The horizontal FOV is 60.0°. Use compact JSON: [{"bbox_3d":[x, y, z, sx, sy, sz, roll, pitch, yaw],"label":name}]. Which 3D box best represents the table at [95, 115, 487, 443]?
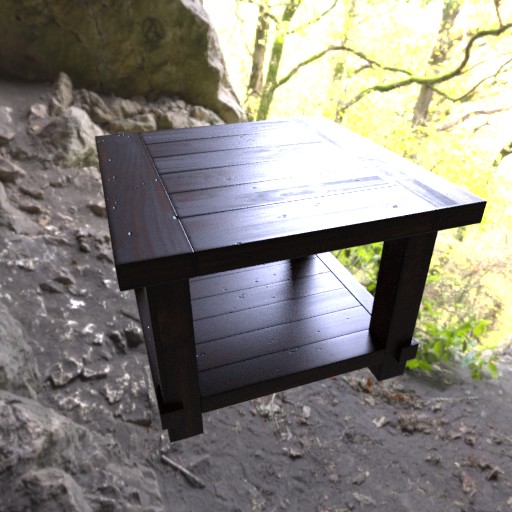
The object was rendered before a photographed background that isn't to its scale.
[{"bbox_3d":[0.000,0.000,1.000,0.593,0.437,0.606,-10,33,-17],"label":"table"}]
